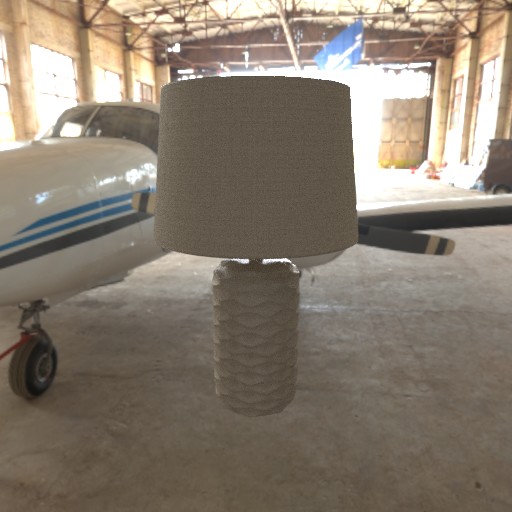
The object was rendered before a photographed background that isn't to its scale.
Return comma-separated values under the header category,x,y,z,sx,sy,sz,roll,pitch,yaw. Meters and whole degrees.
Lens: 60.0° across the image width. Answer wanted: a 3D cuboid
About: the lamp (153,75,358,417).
category,x,y,z,sx,sy,sz,roll,pitch,yaw
lamp,0.000,0.000,0.841,0.376,0.594,0.376,0,13,0
